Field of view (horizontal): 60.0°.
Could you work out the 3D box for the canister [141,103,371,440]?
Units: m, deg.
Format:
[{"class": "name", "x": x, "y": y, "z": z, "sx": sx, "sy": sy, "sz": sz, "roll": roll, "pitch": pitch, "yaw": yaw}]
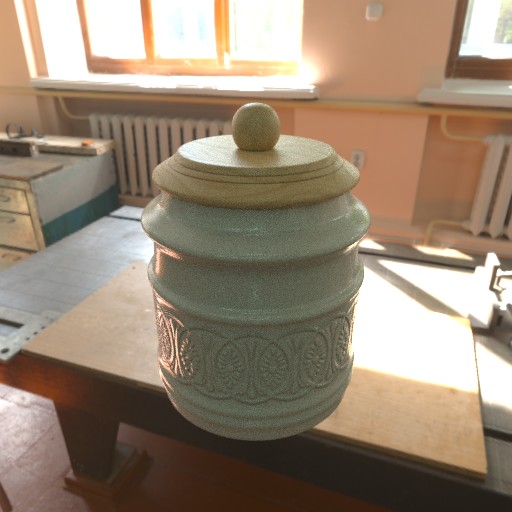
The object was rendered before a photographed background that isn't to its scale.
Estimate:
[{"class": "canister", "x": 0.000, "y": 0.000, "z": 0.269, "sx": 0.130, "sy": 0.176, "sz": 0.130, "roll": 0, "pitch": 26, "yaw": 0}]
